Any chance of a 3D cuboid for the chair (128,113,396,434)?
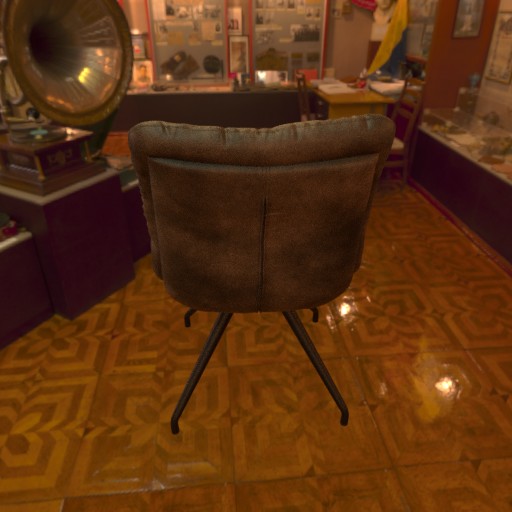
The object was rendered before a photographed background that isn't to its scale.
[{"bbox_3d":[0.000,0.000,1.224,0.549,0.870,0.622,-2,30,-3],"label":"chair"}]
